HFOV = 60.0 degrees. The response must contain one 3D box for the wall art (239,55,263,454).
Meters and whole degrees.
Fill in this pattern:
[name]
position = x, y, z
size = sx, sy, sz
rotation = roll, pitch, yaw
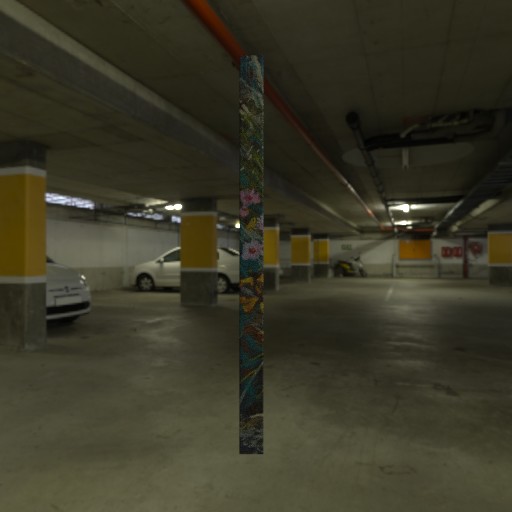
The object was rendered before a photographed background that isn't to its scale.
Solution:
[wall art]
position = 0.000, 0.000, 1.125
size = 0.037, 0.604, 0.908
rotation = 0, 0, 1
